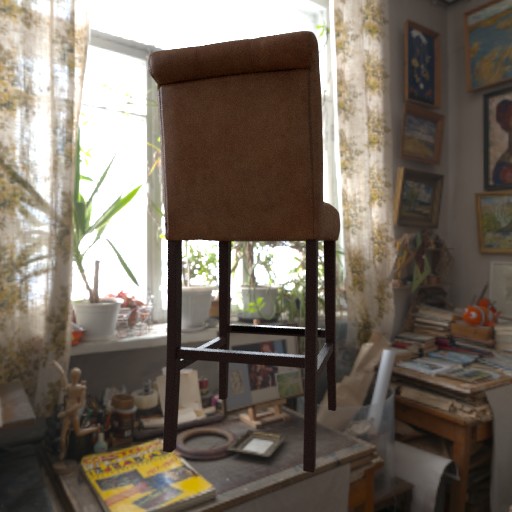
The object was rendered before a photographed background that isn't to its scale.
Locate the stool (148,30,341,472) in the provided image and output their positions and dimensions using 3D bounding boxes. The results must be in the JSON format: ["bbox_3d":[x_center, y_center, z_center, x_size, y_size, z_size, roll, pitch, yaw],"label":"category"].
[{"bbox_3d":[0.000,0.000,1.423,0.493,1.140,0.601,0,1,16],"label":"stool"}]
